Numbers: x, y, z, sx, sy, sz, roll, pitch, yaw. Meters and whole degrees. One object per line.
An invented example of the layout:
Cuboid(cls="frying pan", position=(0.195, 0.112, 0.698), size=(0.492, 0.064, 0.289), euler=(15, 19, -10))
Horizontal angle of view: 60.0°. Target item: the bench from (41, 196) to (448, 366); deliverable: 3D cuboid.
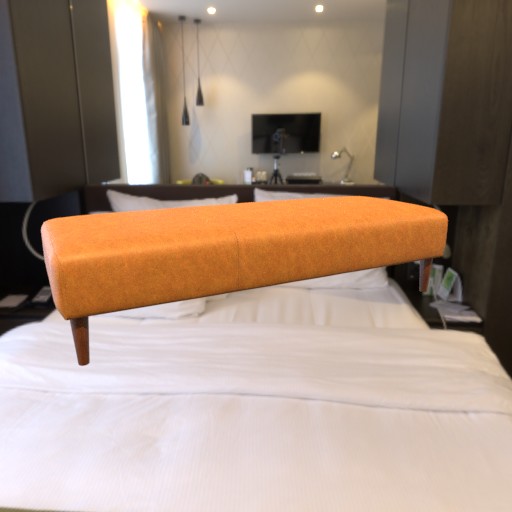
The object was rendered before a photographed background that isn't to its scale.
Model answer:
Cuboid(cls="bench", position=(0.000, 0.000, 1.891), size=(1.610, 0.399, 0.653), euler=(-8, 17, -27))
